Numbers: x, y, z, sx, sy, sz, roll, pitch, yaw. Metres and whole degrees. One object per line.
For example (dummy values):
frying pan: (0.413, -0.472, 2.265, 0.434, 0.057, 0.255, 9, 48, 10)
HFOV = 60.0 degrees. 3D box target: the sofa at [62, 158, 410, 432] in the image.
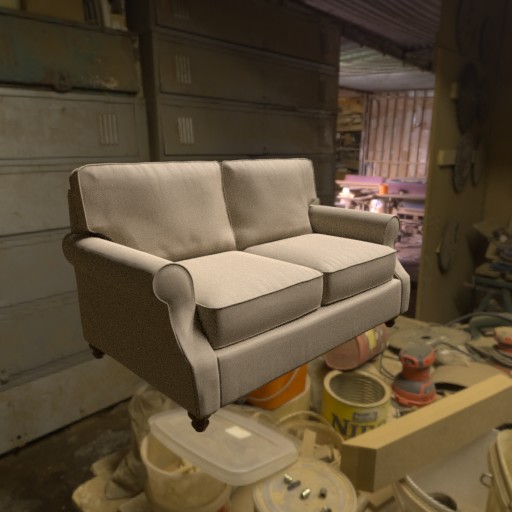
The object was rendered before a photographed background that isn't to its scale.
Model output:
sofa: (0.000, 0.000, 2.247, 1.665, 0.937, 0.964, -13, 19, -43)
